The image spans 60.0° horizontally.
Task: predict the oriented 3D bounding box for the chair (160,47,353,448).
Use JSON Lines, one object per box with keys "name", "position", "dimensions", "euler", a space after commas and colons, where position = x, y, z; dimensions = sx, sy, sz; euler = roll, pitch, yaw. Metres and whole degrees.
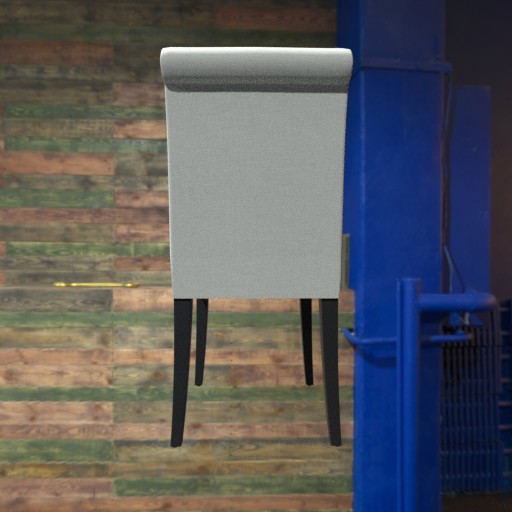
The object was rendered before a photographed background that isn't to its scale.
{"name": "chair", "position": [0.000, 0.000, 1.357], "dimensions": [0.452, 0.976, 0.708], "euler": [0, 0, -1]}
